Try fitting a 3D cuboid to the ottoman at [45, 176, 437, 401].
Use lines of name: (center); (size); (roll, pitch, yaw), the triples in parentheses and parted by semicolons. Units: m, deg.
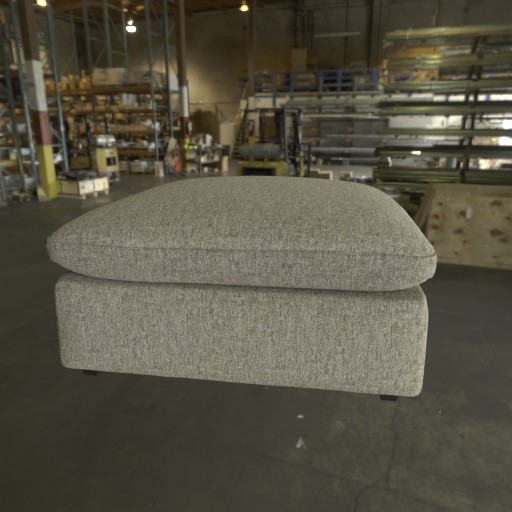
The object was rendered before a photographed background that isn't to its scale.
ottoman: (0.000, 0.000, 1.615); (1.039, 0.526, 1.035); (2, 16, 8)
